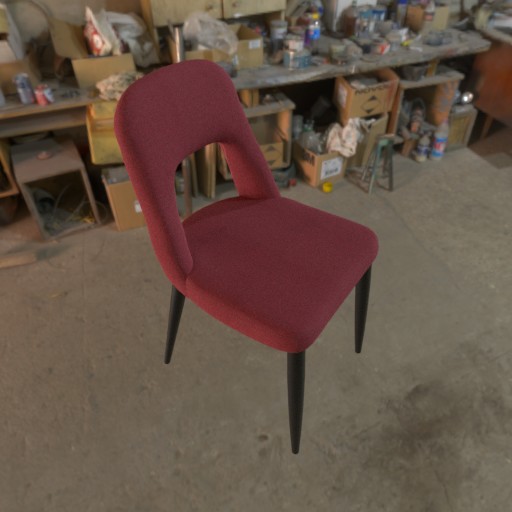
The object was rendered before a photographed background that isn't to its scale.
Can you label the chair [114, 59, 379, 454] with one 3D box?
[{"bbox_3d":[0.000,0.000,1.200,0.569,0.892,0.483,24,46,26],"label":"chair"}]
